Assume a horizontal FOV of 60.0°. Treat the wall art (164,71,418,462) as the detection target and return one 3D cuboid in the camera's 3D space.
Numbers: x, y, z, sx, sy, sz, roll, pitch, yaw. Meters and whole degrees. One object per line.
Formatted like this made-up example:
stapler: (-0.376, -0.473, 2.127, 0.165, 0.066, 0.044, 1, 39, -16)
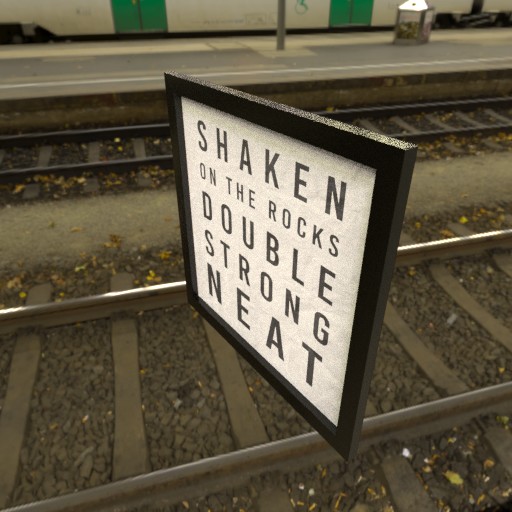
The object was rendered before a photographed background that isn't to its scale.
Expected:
wall art: (0.000, 0.000, 0.510, 0.014, 0.349, 0.349, -22, 38, -31)
